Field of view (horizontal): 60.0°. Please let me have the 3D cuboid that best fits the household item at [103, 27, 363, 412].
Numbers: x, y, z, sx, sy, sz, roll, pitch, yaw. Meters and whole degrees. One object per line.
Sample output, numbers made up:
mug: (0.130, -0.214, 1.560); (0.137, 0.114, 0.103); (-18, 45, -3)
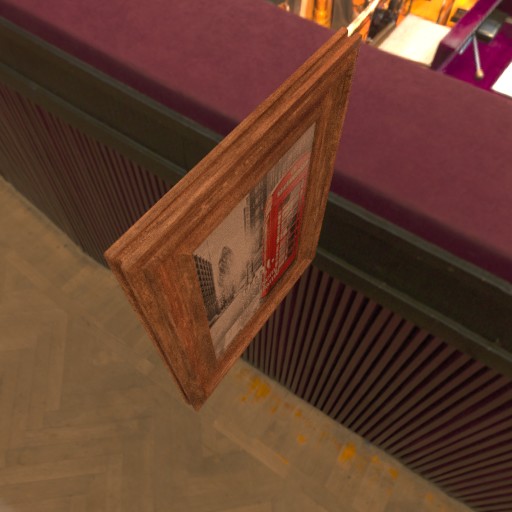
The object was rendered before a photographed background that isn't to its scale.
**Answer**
household item: (0.000, 0.000, 0.309); (0.018, 0.237, 0.186); (31, 63, 18)
